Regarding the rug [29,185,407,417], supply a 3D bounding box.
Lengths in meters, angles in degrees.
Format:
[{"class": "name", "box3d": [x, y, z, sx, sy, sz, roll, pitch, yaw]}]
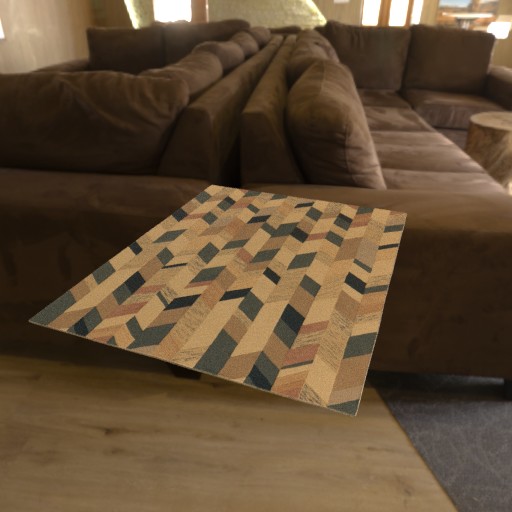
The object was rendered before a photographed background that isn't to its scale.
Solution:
[{"class": "rug", "box3d": [0.000, 0.000, 4.146, 2.451, 0.011, 3.072, 11, 31, 19]}]
